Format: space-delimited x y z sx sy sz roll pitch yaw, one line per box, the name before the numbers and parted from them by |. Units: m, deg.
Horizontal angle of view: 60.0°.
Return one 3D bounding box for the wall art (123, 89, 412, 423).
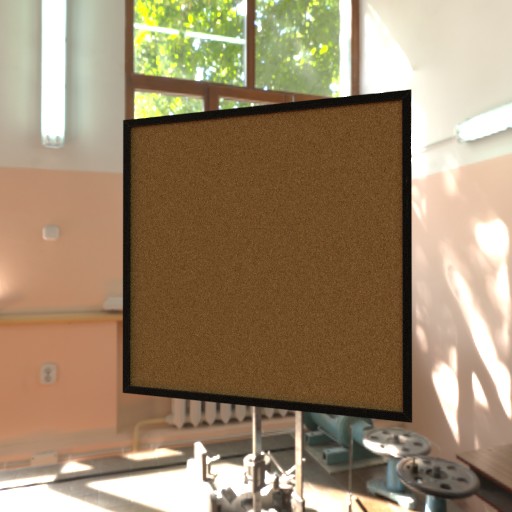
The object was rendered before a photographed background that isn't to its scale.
wall art | 0.000 0.000 0.764 0.506 0.506 0.036 0 0 17
